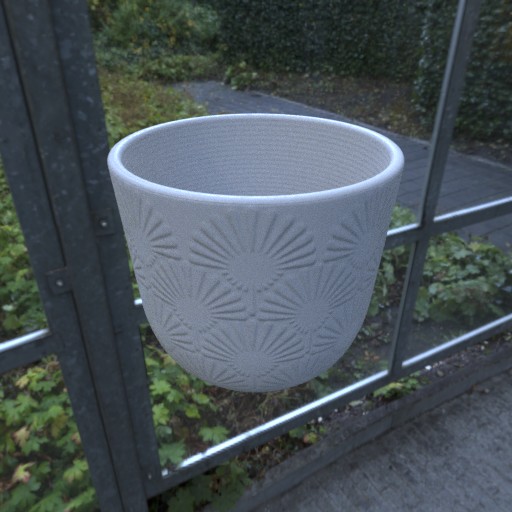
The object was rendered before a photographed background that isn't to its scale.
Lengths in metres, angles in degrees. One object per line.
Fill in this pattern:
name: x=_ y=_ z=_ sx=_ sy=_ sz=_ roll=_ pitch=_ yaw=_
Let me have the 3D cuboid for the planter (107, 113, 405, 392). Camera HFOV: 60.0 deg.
planter: x=0.000 y=0.000 z=0.300 sx=0.170 sy=0.152 sz=0.170 roll=0 pitch=30 yaw=0
